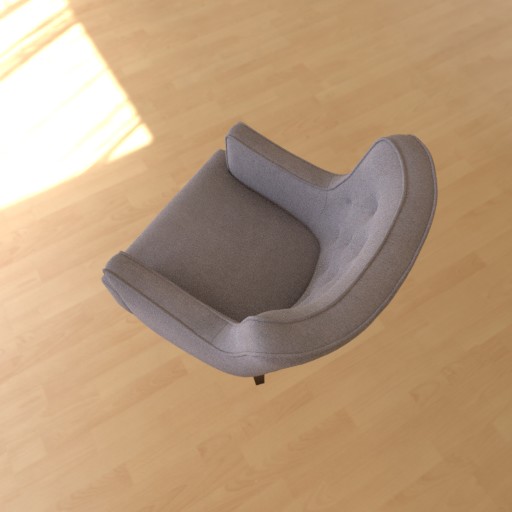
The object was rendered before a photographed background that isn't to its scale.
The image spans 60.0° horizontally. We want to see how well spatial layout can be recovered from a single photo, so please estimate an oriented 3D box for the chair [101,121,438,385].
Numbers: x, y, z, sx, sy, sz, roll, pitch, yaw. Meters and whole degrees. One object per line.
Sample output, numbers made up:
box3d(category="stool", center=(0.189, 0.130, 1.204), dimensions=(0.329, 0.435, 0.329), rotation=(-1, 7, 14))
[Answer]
box3d(category="chair", center=(0.000, 0.000, 1.570), dimensions=(0.910, 0.919, 0.781), rotation=(31, 67, 15))
